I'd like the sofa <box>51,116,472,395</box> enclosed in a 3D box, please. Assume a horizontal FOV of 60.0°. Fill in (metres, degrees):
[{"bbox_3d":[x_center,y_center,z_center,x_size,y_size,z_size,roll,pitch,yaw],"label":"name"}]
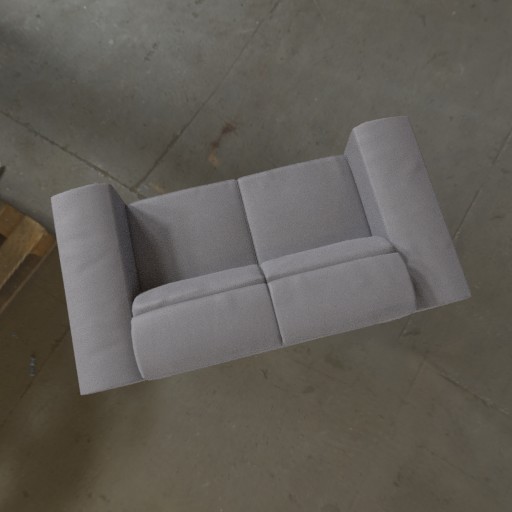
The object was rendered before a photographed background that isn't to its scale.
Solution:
[{"bbox_3d":[0.000,0.000,2.372,1.895,0.779,1.003,-14,78,-3],"label":"sofa"}]
